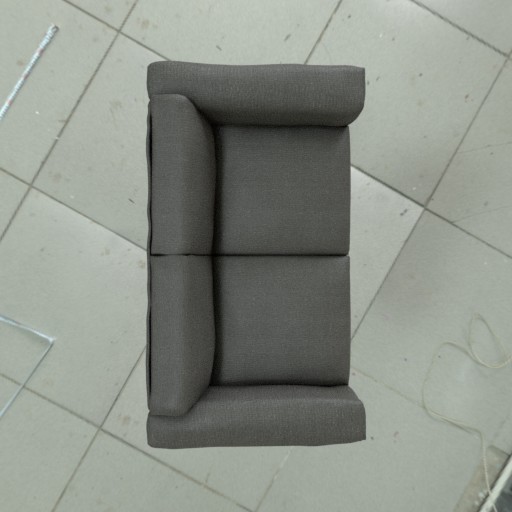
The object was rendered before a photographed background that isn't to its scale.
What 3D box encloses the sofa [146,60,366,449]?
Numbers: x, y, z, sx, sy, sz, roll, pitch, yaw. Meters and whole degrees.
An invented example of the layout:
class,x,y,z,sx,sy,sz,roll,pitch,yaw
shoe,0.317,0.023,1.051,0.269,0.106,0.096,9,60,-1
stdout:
class,x,y,z,sx,sy,sz,roll,pitch,yaw
sofa,0.000,0.000,2.139,0.960,0.656,1.690,0,90,-2
